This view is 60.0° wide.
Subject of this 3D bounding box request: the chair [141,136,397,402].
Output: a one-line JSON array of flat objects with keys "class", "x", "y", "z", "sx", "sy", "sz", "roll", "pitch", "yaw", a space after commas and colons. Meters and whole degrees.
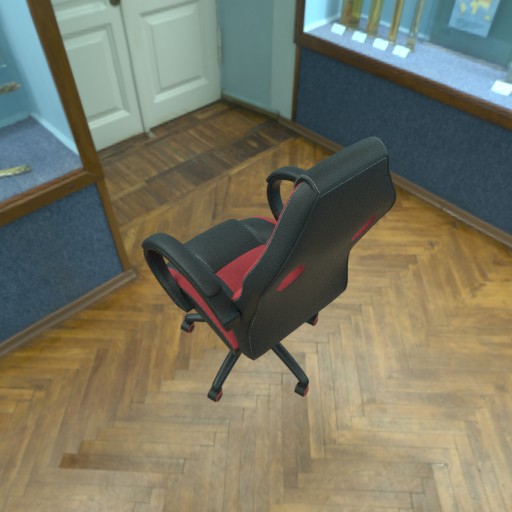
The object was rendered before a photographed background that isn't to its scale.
[{"class": "chair", "x": 0.000, "y": 0.000, "z": 1.644, "sx": 0.673, "sy": 1.187, "sz": 0.724, "roll": -32, "pitch": 54, "yaw": -27}]
